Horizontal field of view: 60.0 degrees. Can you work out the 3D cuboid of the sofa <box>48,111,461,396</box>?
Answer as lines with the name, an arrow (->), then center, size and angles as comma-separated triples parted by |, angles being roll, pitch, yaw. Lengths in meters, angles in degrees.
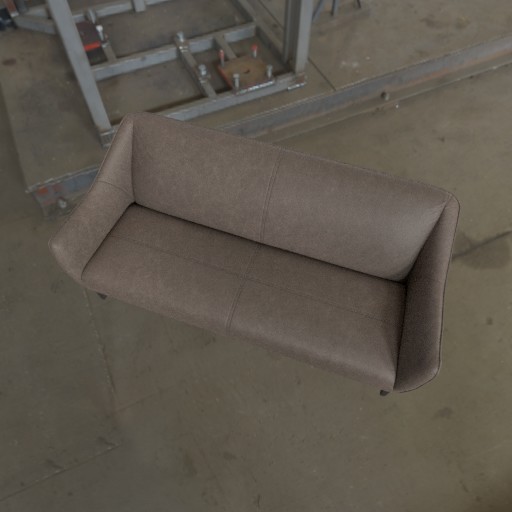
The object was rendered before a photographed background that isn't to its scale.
sofa -> 0.000, 0.000, 2.384 | 1.928, 0.831, 0.869 | 17, 60, 10
